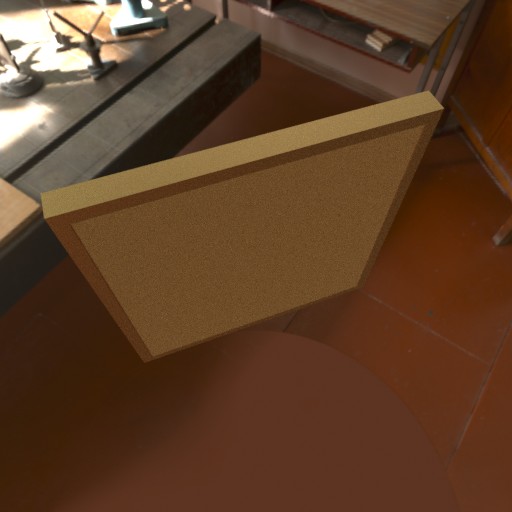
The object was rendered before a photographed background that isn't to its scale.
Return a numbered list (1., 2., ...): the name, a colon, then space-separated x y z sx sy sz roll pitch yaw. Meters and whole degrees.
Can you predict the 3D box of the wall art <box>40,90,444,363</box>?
1. wall art: 0.000 0.000 1.914 1.284 1.284 0.095 -18 60 -10
